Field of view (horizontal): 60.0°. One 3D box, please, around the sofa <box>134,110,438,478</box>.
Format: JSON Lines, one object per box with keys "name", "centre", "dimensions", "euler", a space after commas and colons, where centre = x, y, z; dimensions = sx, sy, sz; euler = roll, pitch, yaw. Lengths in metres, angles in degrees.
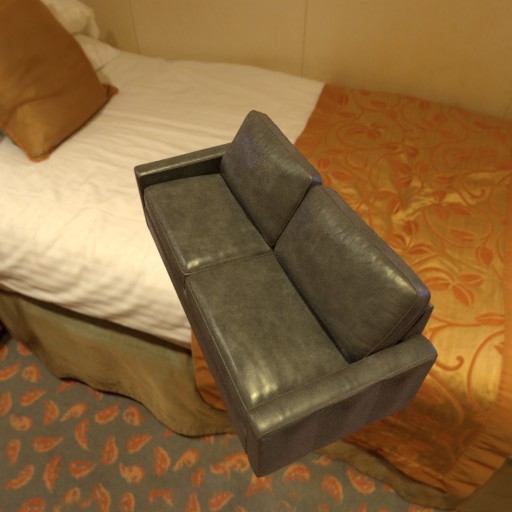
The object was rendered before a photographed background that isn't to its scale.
{"name": "sofa", "centre": [0.000, 0.000, 2.632], "dimensions": [0.939, 0.916, 2.081], "euler": [-18, 49, -17]}
